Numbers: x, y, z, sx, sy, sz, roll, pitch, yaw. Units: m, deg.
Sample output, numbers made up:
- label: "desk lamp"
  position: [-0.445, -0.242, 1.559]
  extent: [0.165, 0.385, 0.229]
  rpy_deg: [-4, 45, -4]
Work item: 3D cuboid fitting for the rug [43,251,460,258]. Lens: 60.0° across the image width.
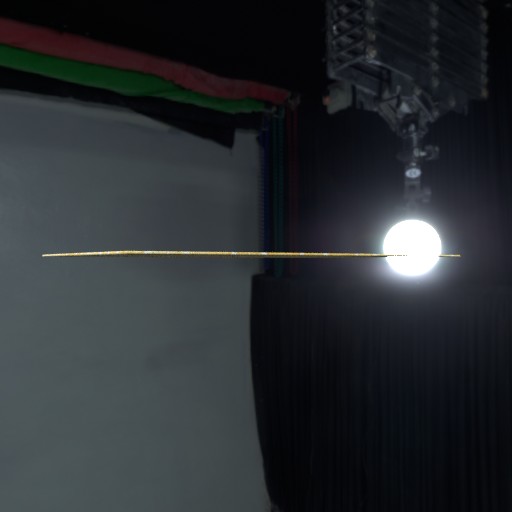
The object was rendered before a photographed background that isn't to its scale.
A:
- label: "rug"
  position: [0.000, 0.000, 2.310]
  extent: [1.829, 0.010, 1.213]
  rpy_deg: [0, -1, -36]
